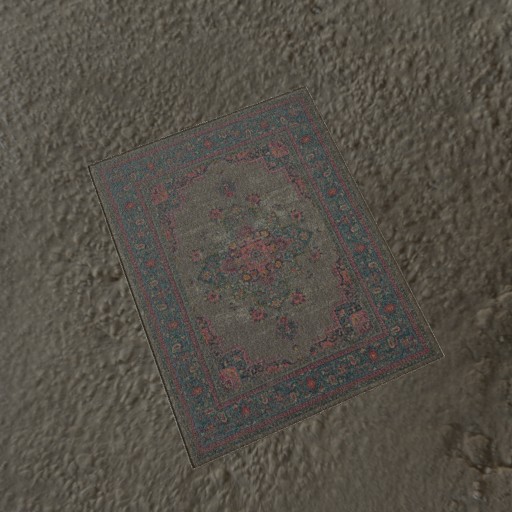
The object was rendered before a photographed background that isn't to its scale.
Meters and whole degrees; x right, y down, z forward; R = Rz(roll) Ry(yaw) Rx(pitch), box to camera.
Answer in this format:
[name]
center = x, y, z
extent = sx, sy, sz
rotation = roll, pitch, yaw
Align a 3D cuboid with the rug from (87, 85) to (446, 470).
[rug]
center = 0.000, 0.000, 4.228
extent = 2.434, 0.013, 3.057
rotation = -22, 76, -6
